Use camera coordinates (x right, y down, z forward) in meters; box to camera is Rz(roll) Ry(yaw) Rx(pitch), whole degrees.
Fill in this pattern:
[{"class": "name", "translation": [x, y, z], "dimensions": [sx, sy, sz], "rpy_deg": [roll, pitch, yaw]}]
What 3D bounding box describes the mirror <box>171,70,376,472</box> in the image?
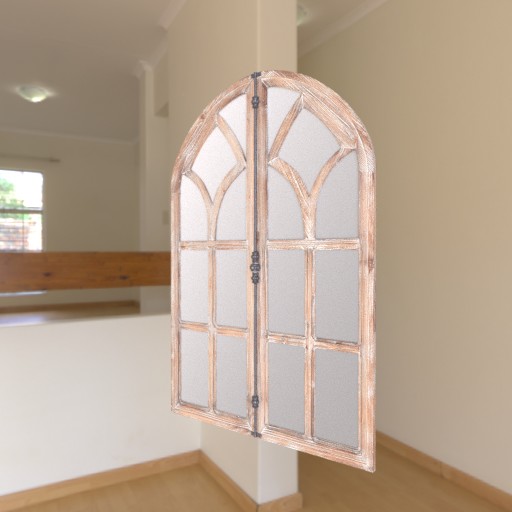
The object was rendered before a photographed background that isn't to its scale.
[{"class": "mirror", "translation": [0.000, 0.000, 1.111], "dimensions": [0.609, 0.915, 0.032], "rpy_deg": [0, 1, 36]}]
